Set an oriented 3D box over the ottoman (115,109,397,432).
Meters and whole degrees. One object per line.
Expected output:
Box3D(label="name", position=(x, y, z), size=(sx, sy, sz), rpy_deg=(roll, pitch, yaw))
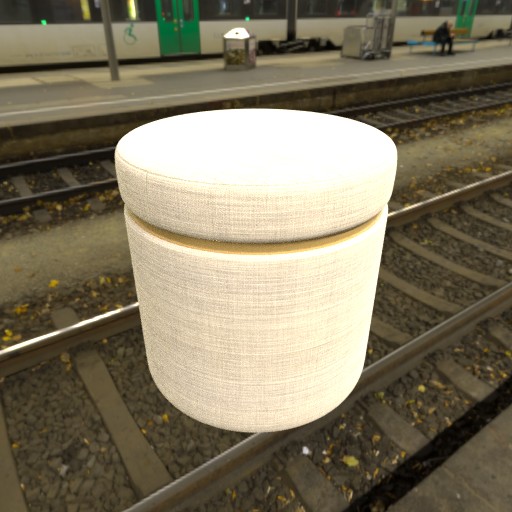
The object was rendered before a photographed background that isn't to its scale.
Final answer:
Box3D(label="ottoman", position=(0.000, 0.000, 0.738), size=(0.400, 0.406, 0.400), rpy_deg=(0, 29, 0))
